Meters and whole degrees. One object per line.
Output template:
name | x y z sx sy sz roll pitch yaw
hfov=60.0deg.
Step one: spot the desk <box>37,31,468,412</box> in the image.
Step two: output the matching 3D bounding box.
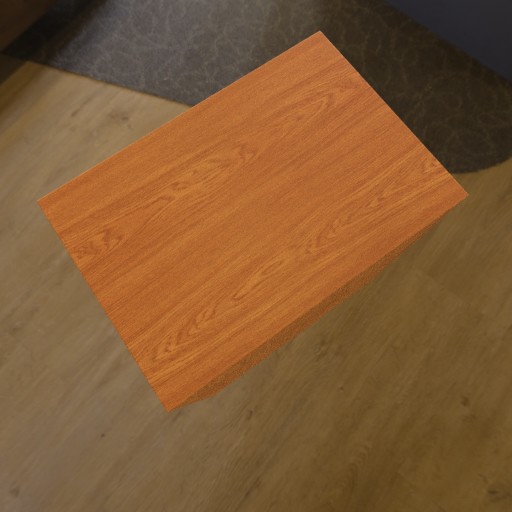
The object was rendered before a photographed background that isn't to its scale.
desk | 0.000 0.000 1.083 0.600 0.730 0.404 -34 77 -9
